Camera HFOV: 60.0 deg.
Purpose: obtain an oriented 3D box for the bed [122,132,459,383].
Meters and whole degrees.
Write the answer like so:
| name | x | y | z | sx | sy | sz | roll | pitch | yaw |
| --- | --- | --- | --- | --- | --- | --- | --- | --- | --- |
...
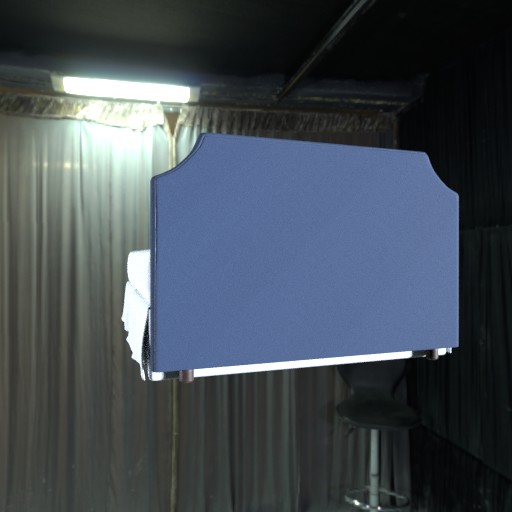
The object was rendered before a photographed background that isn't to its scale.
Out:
| name | x | y | z | sx | sy | sz | roll | pitch | yaw |
| --- | --- | --- | --- | --- | --- | --- | --- | --- | --- |
| bed | 0.000 | 0.000 | 4.186 | 2.350 | 1.488 | 2.773 | 0 | 0 | -19 |
